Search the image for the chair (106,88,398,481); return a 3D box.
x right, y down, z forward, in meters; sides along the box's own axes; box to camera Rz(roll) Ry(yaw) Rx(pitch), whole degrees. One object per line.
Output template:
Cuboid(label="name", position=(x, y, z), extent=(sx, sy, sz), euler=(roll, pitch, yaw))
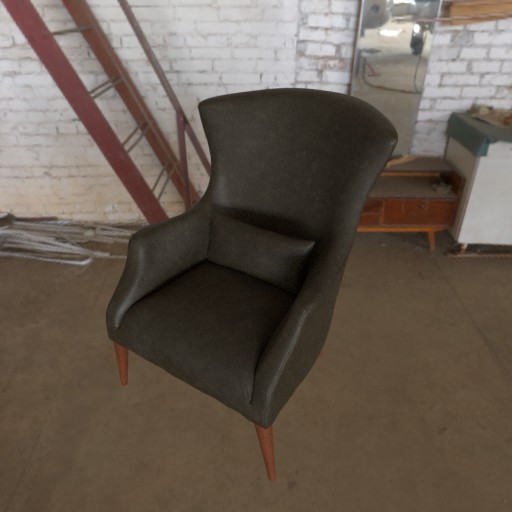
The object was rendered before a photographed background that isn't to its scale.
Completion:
Cuboid(label="chair", position=(0.000, 0.000, 1.710), extent=(0.819, 1.068, 0.954), euler=(20, 37, 28))
